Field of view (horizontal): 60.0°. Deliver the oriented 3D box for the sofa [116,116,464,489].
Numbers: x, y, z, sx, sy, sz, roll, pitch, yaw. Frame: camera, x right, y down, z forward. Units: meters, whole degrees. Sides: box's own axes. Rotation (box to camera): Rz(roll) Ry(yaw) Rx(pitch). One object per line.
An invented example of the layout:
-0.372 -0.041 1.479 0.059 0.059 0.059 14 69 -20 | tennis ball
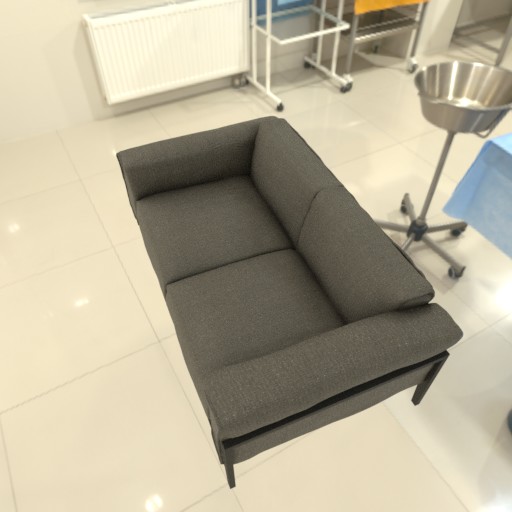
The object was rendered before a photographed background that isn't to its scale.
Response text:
0.000 0.000 2.156 0.960 0.656 1.690 -17 50 -15 | sofa
